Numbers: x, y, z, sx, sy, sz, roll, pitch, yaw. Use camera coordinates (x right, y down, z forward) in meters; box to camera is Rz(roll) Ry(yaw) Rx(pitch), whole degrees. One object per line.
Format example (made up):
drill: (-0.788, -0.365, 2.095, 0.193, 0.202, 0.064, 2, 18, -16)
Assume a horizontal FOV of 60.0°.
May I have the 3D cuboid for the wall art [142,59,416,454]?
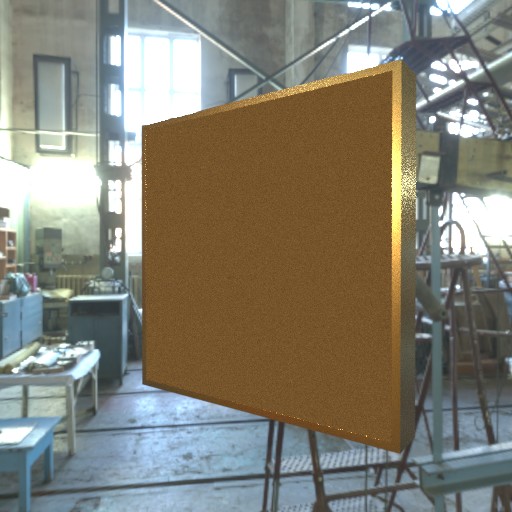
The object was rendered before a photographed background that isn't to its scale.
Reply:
wall art: (0.000, 0.000, 0.447, 0.304, 0.304, 0.038, 0, 1, 36)
